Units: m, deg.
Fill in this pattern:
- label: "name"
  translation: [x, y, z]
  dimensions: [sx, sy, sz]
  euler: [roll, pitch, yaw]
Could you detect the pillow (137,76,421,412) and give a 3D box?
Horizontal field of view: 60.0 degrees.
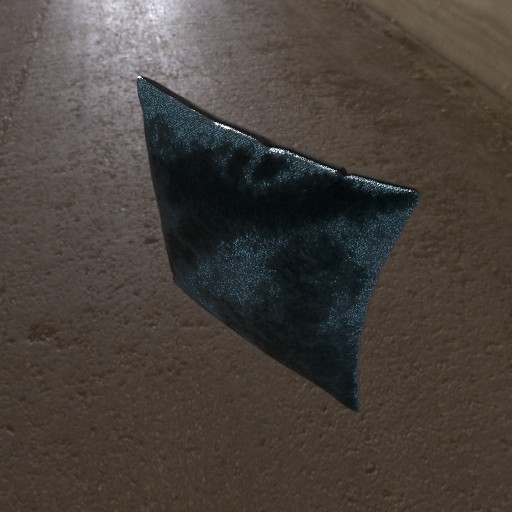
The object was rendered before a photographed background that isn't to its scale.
- label: "pillow"
  translation: [0.000, 0.000, 0.656]
  dimensions: [0.436, 0.430, 0.138]
  euler: [31, 53, 27]
